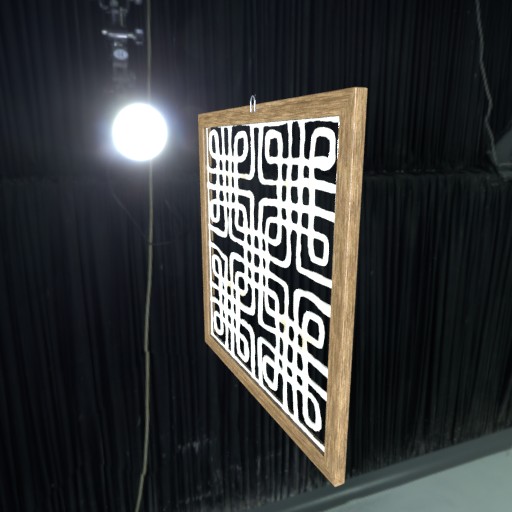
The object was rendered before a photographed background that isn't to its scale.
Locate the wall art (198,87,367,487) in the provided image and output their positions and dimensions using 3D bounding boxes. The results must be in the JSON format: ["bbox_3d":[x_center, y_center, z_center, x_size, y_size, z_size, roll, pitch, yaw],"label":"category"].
[{"bbox_3d":[0.000,0.000,0.835,0.021,0.582,0.561,-7,16,-26],"label":"wall art"}]
